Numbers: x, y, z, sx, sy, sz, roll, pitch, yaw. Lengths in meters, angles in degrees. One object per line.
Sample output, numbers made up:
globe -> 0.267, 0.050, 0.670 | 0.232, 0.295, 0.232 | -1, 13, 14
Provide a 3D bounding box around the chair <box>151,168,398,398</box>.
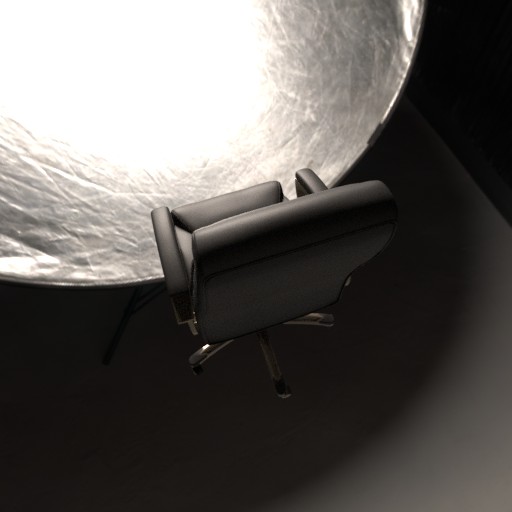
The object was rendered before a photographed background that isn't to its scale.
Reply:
chair -> 0.000, 0.000, 1.609 | 0.694, 1.188, 0.748 | -17, 59, -11
